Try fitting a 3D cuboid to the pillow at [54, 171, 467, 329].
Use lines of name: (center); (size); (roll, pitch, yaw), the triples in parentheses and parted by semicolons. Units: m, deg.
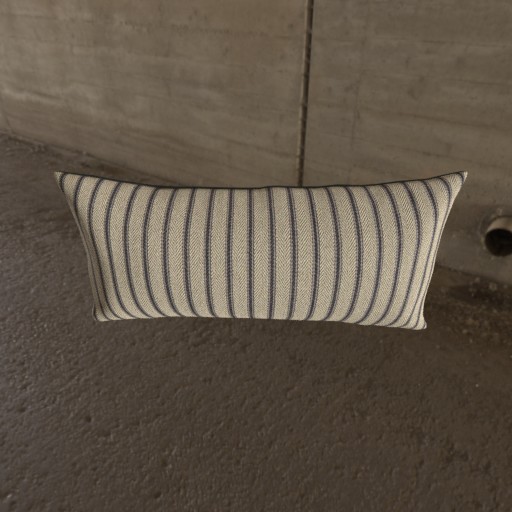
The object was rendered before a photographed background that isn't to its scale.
pillow: (0.000, 0.000, 0.728); (0.609, 0.305, 0.151); (2, 31, 3)
